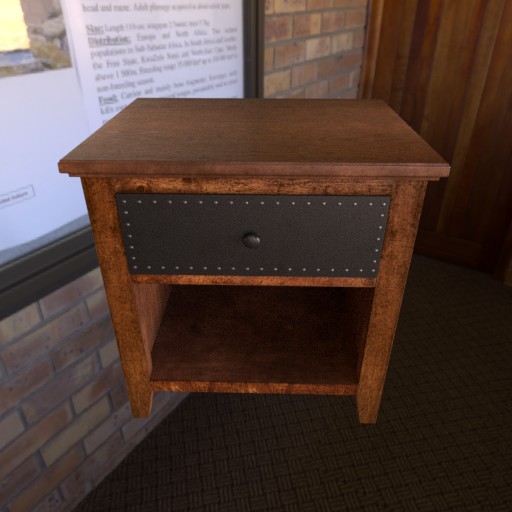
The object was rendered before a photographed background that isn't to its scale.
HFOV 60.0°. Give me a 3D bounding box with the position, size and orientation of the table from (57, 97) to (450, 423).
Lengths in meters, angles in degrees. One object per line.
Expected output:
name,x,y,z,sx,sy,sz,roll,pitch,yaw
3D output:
table,0.000,0.000,1.002,0.586,0.597,0.461,1,31,1
